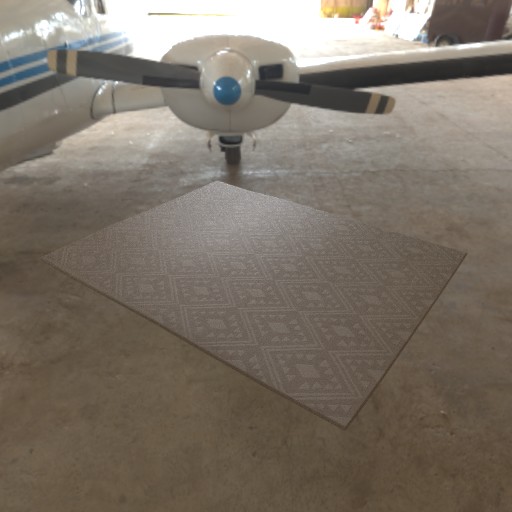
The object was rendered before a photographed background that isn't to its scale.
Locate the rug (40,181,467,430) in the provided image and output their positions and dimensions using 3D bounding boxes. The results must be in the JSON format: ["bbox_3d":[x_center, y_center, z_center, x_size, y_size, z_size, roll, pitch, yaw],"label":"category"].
[{"bbox_3d":[0.000,0.000,3.976,3.011,0.054,2.399,21,36,31],"label":"rug"}]
